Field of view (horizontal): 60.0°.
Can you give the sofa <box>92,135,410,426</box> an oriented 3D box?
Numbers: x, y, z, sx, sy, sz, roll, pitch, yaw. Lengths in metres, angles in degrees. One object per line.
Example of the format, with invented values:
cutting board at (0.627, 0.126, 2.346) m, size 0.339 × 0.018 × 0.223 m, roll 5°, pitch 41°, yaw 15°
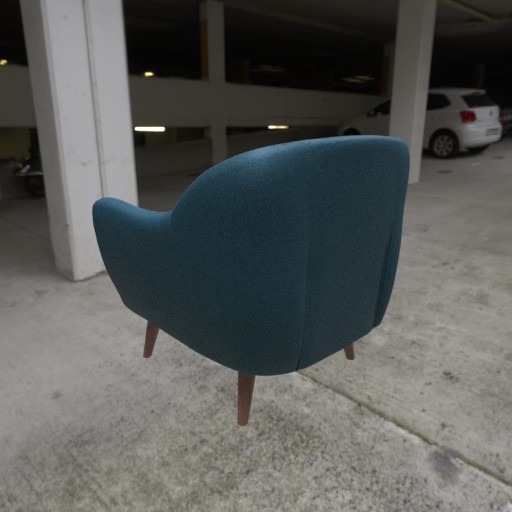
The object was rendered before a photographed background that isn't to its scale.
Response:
sofa at (0.000, 0.000, 1.530) m, size 0.836 × 0.817 × 0.825 m, roll -15°, pitch 22°, yaw -41°
